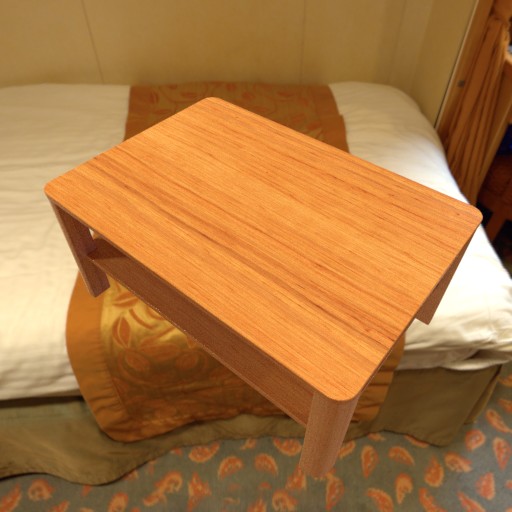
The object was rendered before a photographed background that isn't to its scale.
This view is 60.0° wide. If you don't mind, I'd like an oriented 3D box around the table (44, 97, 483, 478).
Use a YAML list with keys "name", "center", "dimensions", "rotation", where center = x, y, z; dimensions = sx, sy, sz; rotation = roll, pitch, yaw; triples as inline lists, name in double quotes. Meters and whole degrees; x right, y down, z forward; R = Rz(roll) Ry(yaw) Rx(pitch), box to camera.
- name: "table"
  center: [0.000, 0.000, 1.355]
  dimensions: [0.997, 0.445, 0.696]
  rotation: [31, 54, 26]
